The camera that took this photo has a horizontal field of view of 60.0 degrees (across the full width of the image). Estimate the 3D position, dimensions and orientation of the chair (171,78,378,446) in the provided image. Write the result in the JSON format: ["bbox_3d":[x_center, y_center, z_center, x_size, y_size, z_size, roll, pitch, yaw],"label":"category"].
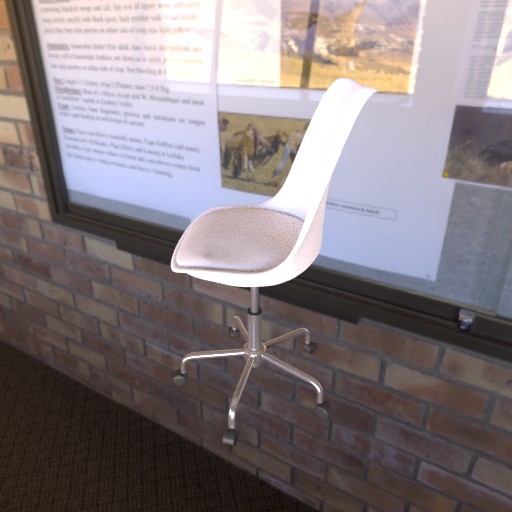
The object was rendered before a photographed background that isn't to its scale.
[{"bbox_3d":[0.000,0.000,1.269,0.550,0.930,0.550,0,26,-1],"label":"chair"}]
